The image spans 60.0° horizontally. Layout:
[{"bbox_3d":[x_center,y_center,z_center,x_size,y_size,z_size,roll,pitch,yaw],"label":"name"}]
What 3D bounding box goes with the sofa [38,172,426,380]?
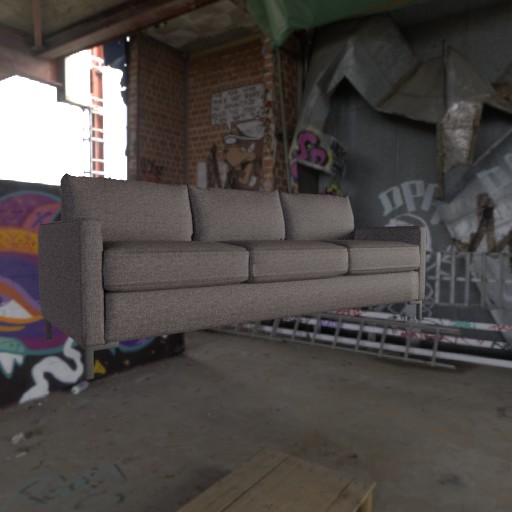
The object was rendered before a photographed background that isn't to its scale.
[{"bbox_3d":[0.000,0.000,2.656,2.253,0.882,0.876,-2,3,-36],"label":"sofa"}]
